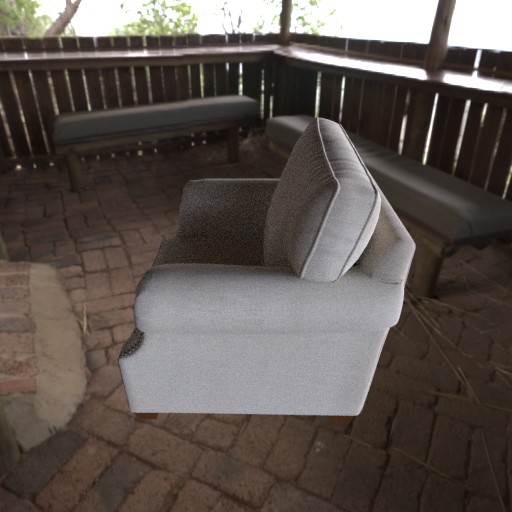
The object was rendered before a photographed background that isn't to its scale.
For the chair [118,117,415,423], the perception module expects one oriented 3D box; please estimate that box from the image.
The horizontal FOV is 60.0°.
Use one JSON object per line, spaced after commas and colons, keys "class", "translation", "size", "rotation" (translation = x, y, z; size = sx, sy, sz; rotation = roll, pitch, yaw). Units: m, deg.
{"class": "chair", "translation": [0.000, 0.000, 1.848], "size": [0.965, 0.961, 1.092], "rotation": [1, 29, 1]}
